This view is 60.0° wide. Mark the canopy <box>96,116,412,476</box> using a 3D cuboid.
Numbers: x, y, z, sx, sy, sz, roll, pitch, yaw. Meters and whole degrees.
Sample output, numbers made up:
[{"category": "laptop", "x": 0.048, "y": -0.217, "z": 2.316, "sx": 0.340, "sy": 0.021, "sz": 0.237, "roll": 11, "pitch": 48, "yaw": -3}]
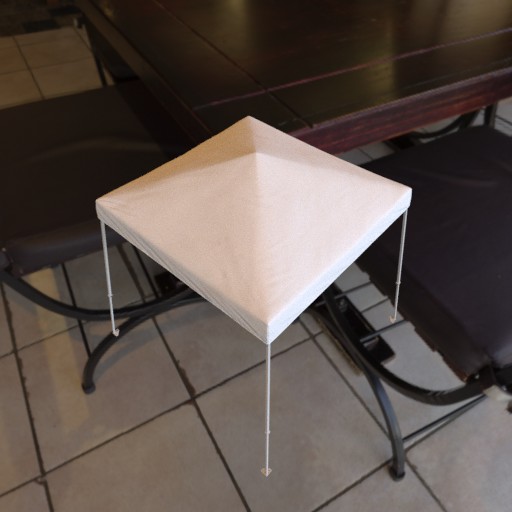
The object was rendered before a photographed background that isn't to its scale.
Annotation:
[{"category": "canopy", "x": 0.000, "y": 0.000, "z": 5.272, "sx": 2.849, "sy": 2.849, "sz": 2.848, "roll": 33, "pitch": 54, "yaw": 28}]
